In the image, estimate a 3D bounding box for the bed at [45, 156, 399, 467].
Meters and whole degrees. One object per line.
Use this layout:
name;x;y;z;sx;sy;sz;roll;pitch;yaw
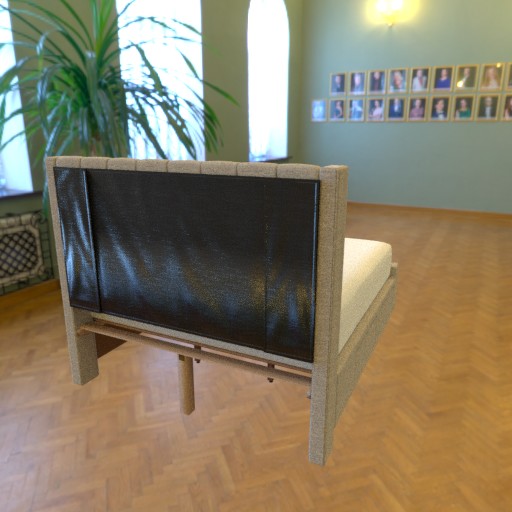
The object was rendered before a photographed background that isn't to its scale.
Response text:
bed;0.000;0.000;3.803;2.044;1.748;2.372;8;18;25
